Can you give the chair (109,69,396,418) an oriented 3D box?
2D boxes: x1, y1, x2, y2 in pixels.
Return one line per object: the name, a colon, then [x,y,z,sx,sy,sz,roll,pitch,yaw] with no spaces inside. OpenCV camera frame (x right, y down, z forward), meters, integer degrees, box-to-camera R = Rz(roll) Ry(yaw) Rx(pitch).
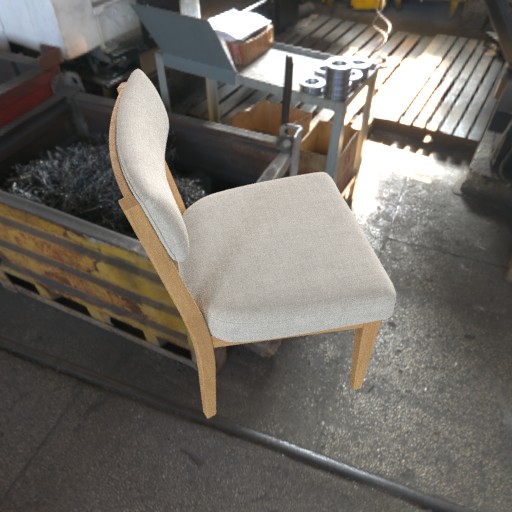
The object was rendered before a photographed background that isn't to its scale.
chair: [0.000,0.000,1.160,0.572,0.832,0.508,-9,47,-9]
